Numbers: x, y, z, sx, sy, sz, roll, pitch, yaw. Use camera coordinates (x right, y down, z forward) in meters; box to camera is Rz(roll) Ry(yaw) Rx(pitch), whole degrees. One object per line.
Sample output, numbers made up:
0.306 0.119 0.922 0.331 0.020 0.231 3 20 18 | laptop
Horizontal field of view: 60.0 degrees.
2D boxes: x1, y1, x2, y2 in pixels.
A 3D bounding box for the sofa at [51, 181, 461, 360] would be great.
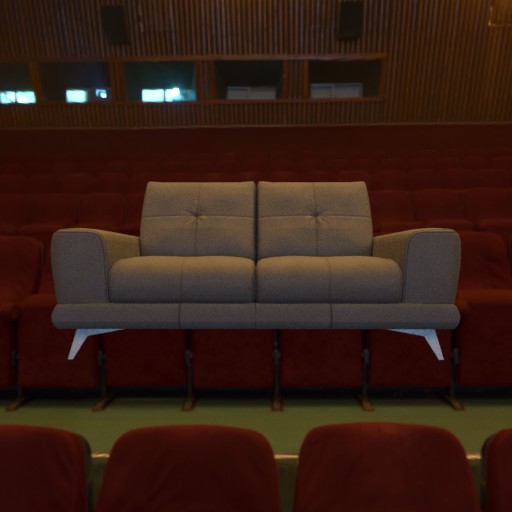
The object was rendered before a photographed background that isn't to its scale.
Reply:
0.000 0.000 2.386 1.806 0.907 1.018 0 0 0 | sofa
